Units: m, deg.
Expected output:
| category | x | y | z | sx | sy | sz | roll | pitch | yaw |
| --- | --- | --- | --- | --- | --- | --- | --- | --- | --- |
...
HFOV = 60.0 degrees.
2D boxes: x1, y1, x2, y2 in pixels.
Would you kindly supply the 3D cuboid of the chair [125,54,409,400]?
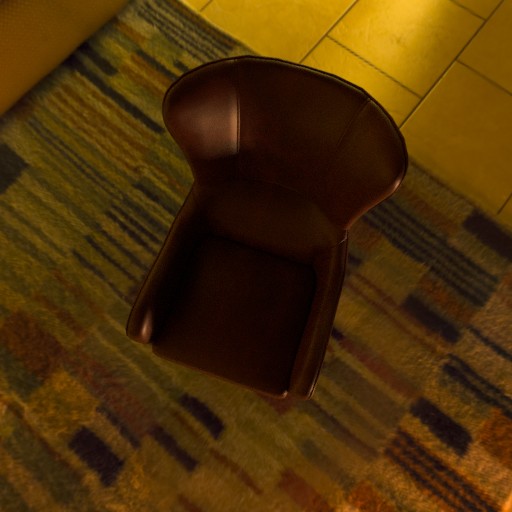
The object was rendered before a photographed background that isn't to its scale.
| category | x | y | z | sx | sy | sz | roll | pitch | yaw |
| --- | --- | --- | --- | --- | --- | --- | --- | --- | --- |
| chair | 0.000 | 0.000 | 1.626 | 0.692 | 1.048 | 0.914 | 18 | 76 | 5 |
